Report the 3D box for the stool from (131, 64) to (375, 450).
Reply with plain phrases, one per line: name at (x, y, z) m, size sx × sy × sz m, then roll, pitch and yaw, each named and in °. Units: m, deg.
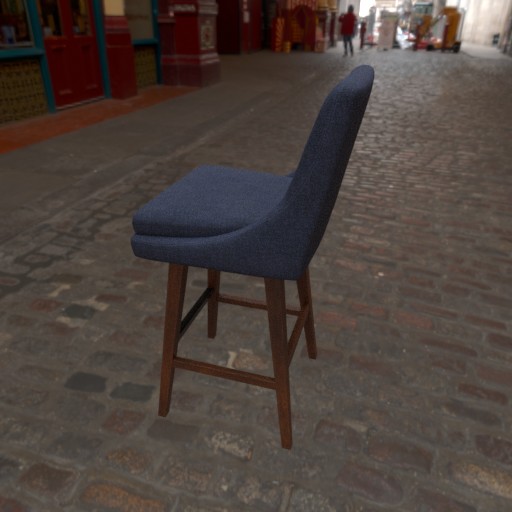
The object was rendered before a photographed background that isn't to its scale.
stool at (0.000, 0.000, 1.360) m, size 0.572 × 1.068 × 0.489 m, roll 8°, pitch 30°, yaw 15°
